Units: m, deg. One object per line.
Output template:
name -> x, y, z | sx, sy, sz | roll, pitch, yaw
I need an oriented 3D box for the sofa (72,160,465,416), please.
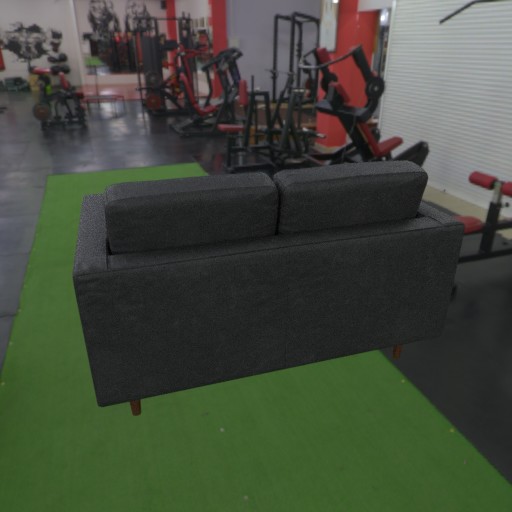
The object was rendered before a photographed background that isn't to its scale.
sofa -> 0.000, 0.000, 1.994 | 1.430, 0.899, 0.879 | -8, 26, -16
